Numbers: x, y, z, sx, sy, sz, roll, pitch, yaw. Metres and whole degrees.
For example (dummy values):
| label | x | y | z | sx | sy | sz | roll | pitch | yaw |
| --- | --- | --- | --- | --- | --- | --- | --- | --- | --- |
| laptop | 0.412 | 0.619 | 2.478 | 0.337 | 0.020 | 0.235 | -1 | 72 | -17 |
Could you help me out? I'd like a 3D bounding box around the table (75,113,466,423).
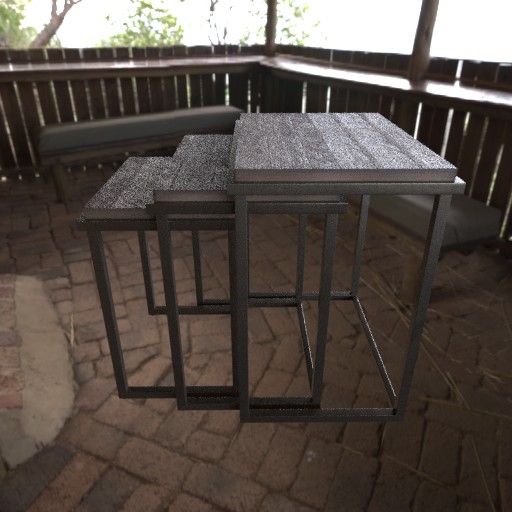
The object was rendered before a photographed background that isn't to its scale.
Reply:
| label | x | y | z | sx | sy | sz | roll | pitch | yaw |
| --- | --- | --- | --- | --- | --- | --- | --- | --- | --- |
| table | 0.000 | 0.000 | 1.126 | 0.706 | 0.610 | 0.559 | 0 | 28 | 0 |
